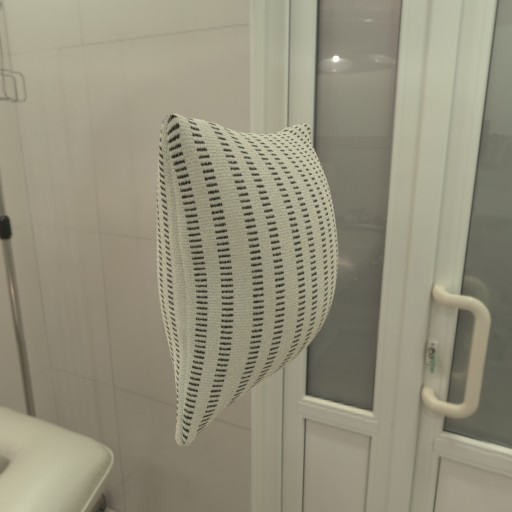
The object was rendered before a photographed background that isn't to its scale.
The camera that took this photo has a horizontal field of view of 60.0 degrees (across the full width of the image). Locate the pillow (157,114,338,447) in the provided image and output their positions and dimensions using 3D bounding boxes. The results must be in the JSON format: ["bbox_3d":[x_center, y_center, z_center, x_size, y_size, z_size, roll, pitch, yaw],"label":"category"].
[{"bbox_3d":[0.000,0.000,0.711,0.247,0.419,0.438,7,17,25],"label":"pillow"}]
